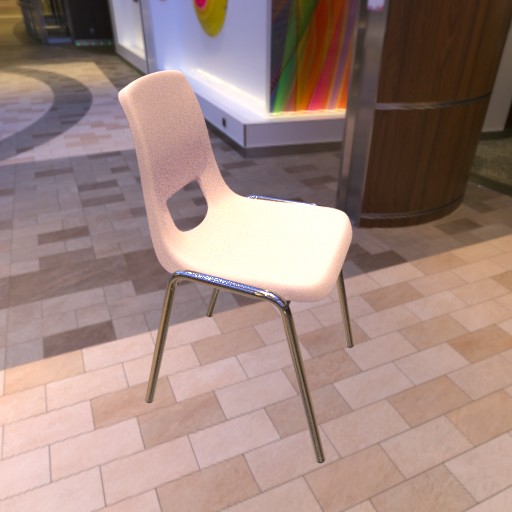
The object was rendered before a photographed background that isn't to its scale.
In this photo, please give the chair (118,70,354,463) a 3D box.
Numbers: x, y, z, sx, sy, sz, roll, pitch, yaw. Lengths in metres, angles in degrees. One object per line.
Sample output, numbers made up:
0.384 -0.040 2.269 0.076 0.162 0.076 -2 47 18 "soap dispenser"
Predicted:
0.000 0.000 0.943 0.436 0.704 0.381 11 33 17 "chair"
